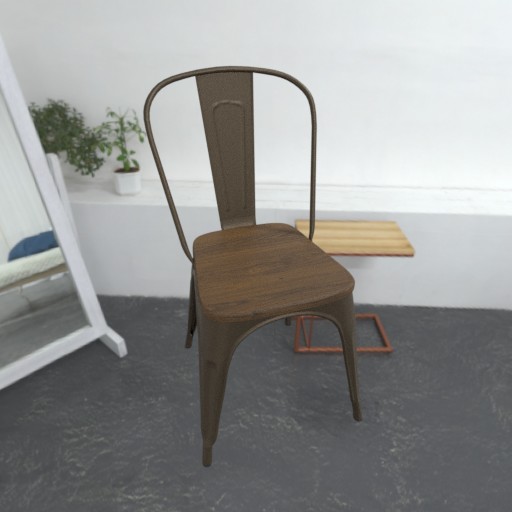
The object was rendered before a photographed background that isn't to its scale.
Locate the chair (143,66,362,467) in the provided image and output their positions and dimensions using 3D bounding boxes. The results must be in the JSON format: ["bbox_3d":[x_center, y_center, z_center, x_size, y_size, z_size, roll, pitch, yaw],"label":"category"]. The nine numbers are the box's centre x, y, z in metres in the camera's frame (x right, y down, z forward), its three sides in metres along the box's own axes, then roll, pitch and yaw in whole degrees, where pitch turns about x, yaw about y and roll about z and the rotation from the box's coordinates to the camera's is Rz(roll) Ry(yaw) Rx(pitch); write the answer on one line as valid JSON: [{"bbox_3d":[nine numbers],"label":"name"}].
[{"bbox_3d":[0.000,0.000,1.154,0.451,0.844,0.532,-10,33,-16],"label":"chair"}]
